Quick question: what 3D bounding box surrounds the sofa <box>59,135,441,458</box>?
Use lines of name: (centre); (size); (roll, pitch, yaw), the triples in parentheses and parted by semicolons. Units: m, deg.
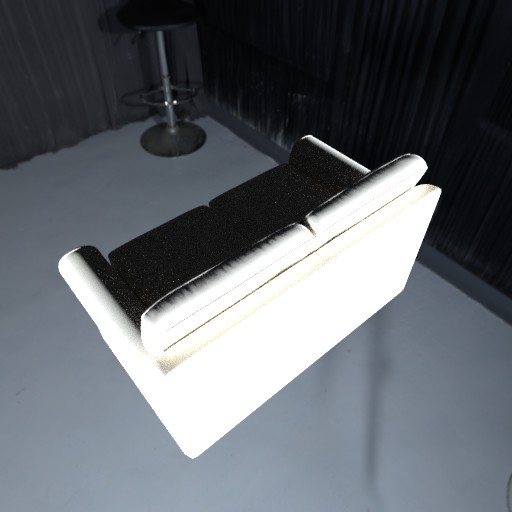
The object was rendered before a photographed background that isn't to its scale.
sofa: (0.000, 0.000, 2.372); (1.727, 0.940, 0.991); (-32, 55, -26)
